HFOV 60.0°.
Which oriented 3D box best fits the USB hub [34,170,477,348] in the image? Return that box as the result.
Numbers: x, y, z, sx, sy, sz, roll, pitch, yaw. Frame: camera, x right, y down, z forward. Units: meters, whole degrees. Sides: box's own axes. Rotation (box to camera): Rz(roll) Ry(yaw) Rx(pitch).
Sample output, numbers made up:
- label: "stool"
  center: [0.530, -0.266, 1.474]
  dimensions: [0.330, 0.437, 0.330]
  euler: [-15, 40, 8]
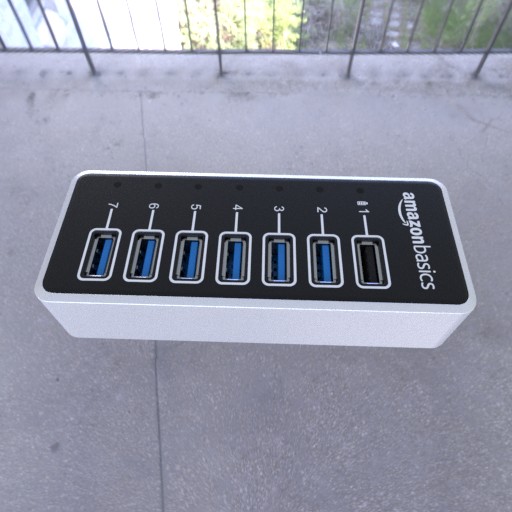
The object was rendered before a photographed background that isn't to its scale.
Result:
- label: "USB hub"
  center: [0.000, 0.000, 0.129]
  dimensions: [0.110, 0.023, 0.044]
  euler: [2, 57, 1]
